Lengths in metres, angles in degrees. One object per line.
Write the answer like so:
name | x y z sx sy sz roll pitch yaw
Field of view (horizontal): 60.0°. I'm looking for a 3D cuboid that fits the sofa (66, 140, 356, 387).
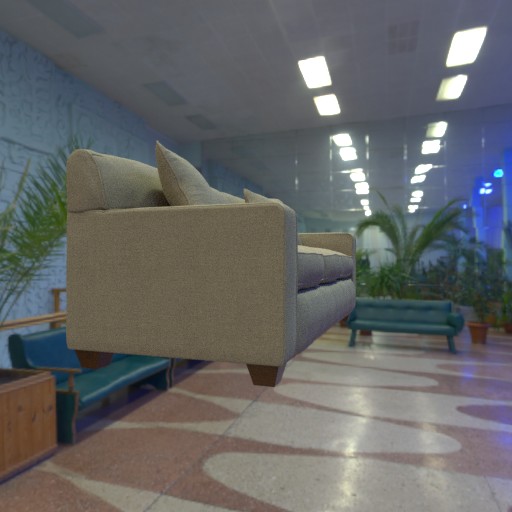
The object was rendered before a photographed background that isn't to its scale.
sofa | 0.000 0.000 2.625 0.997 0.958 2.024 0 -1 20
